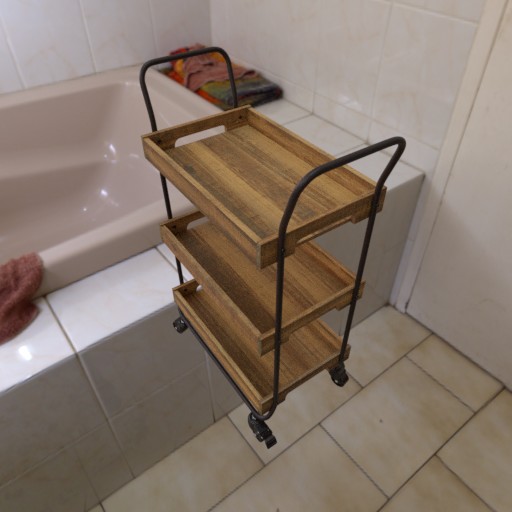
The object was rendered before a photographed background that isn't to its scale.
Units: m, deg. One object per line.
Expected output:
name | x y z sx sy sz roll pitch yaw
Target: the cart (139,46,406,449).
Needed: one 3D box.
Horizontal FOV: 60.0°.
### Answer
cart | 0.000 0.000 1.145 0.339 0.857 0.583 -25 48 -25
